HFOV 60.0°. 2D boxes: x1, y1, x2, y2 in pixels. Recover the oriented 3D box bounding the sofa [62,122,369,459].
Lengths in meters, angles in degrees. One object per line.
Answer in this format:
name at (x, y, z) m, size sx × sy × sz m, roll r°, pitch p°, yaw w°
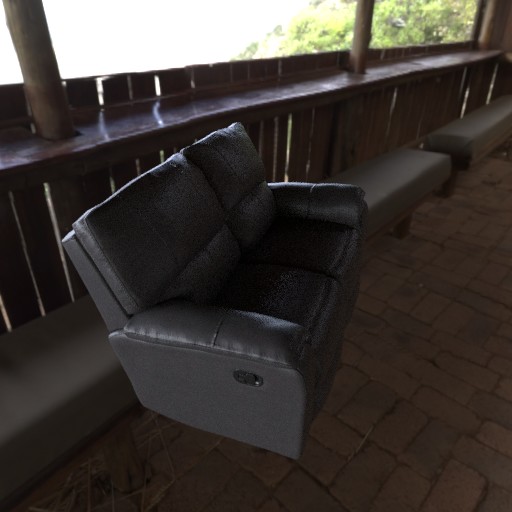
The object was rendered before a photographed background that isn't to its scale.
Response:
sofa at (0.000, 0.000, 2.467) m, size 1.104 × 1.111 × 1.765 m, roll 10°, pitch 32°, yaw 17°
